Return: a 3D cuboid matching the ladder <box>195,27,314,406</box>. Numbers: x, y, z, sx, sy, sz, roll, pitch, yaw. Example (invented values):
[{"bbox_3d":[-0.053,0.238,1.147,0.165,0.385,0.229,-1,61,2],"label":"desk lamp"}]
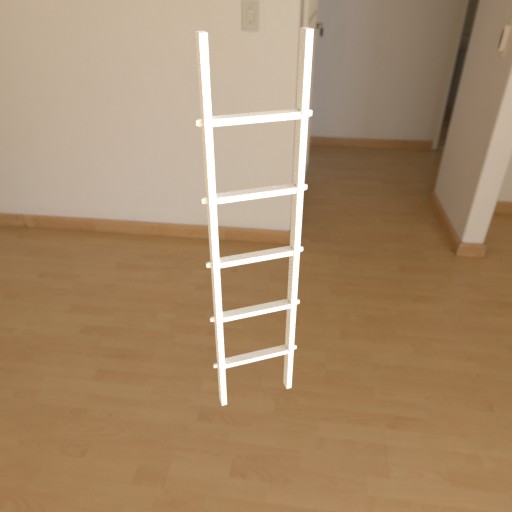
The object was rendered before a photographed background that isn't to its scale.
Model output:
[{"bbox_3d":[0.000,0.000,1.968,0.452,1.797,0.051,-10,34,-15],"label":"ladder"}]
